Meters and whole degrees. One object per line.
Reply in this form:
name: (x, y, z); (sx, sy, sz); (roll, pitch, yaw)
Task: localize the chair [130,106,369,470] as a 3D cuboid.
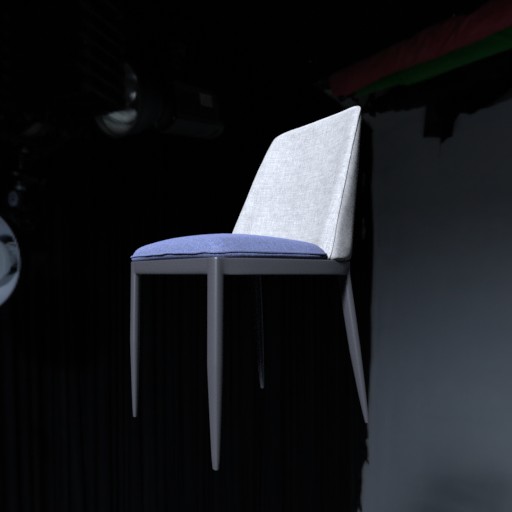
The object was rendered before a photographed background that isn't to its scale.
chair: (0.000, 0.000, 1.193); (0.550, 0.855, 0.488); (2, -3, -37)
